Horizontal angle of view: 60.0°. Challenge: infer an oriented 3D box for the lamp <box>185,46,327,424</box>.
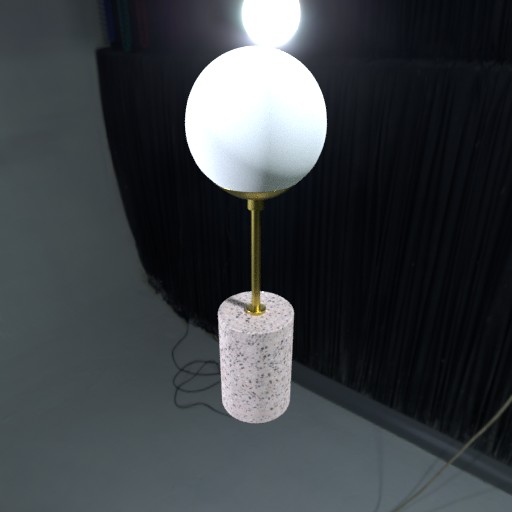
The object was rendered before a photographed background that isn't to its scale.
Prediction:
[{"bbox_3d":[0.000,0.000,0.560,0.153,0.480,0.153,0,27,0],"label":"lamp"}]
